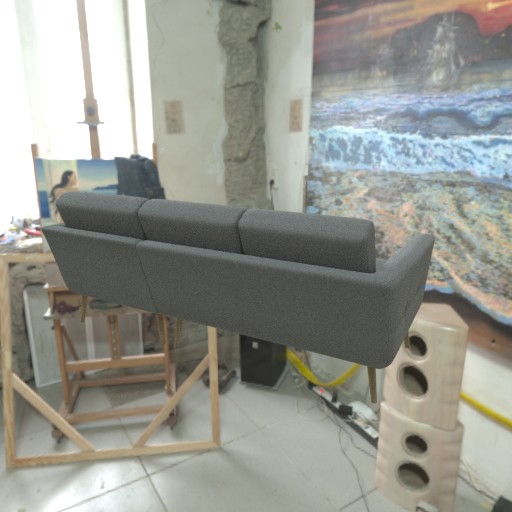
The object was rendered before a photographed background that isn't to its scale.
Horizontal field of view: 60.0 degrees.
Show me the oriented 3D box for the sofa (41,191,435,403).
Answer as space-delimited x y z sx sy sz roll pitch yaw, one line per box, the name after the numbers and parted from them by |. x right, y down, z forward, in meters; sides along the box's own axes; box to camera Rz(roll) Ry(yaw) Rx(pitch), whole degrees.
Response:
0.000 0.000 2.778 2.040 0.860 1.530 9 18 27 | sofa
